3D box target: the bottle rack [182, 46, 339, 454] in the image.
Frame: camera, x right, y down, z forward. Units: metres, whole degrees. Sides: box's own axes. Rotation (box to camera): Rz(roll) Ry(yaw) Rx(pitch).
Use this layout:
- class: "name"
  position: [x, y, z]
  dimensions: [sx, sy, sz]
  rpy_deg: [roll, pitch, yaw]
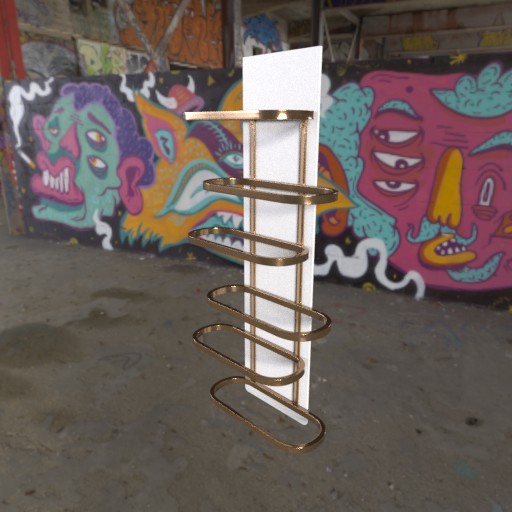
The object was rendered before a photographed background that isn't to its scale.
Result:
- class: "bottle rack"
  position: [0.000, 0.000, 0.827]
  dimensions: [0.118, 0.709, 0.332]
  rpy_deg: [-16, 23, -42]
